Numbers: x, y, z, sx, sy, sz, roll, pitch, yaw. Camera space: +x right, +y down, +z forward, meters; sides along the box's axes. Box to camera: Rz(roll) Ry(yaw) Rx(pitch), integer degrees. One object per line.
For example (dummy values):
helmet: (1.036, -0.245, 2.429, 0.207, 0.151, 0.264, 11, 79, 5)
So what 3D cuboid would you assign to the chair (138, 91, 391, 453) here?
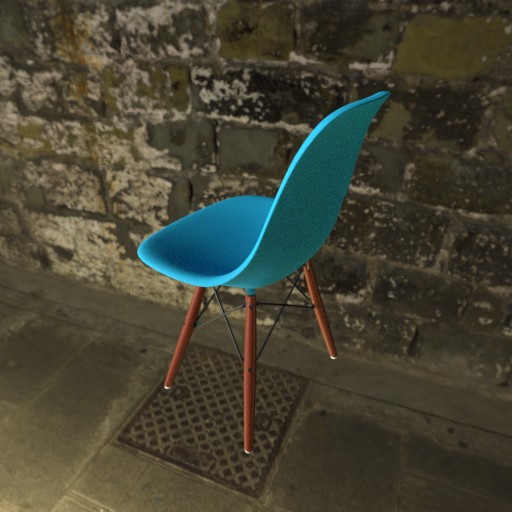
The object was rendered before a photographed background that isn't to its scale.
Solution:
chair: (0.000, 0.000, 1.109, 0.533, 0.826, 0.470, 21, 37, 31)
